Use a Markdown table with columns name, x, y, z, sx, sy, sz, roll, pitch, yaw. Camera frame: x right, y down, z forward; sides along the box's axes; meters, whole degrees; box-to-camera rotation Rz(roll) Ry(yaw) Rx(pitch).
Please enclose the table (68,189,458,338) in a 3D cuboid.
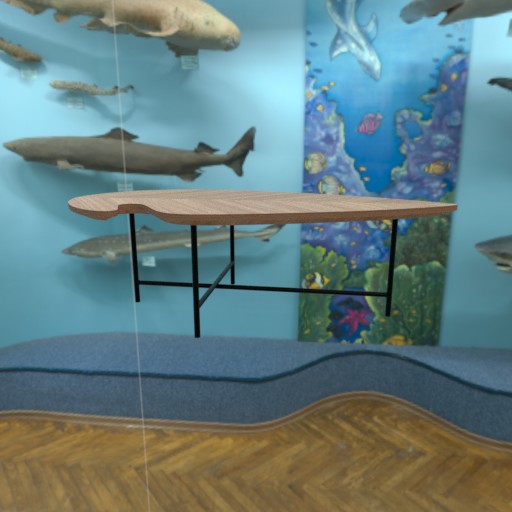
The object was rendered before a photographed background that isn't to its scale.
| name | x | y | z | sx | sy | sz | roll | pitch | yaw |
| --- | --- | --- | --- | --- | --- | --- | --- | --- | --- |
| table | 0.000 | 0.000 | 1.435 | 1.199 | 0.360 | 0.598 | 2 | 15 | 9 |
